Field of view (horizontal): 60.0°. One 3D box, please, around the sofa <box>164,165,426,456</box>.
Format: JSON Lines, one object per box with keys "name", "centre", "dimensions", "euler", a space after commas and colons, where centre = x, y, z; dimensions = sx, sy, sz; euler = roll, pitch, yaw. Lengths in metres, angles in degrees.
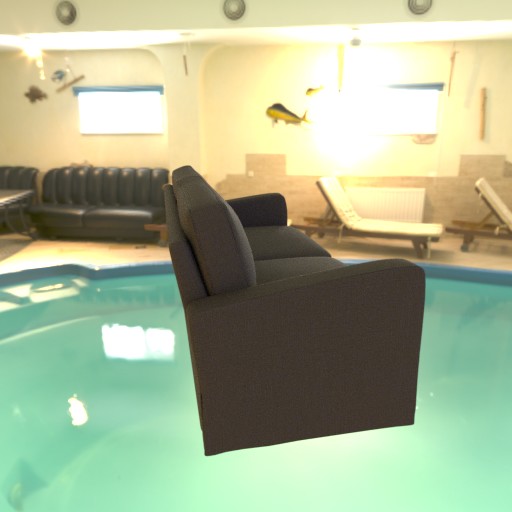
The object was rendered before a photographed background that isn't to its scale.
{"name": "sofa", "centre": [0.000, 0.000, 2.310], "dimensions": [0.898, 0.839, 1.852], "euler": [-3, 16, -11]}
